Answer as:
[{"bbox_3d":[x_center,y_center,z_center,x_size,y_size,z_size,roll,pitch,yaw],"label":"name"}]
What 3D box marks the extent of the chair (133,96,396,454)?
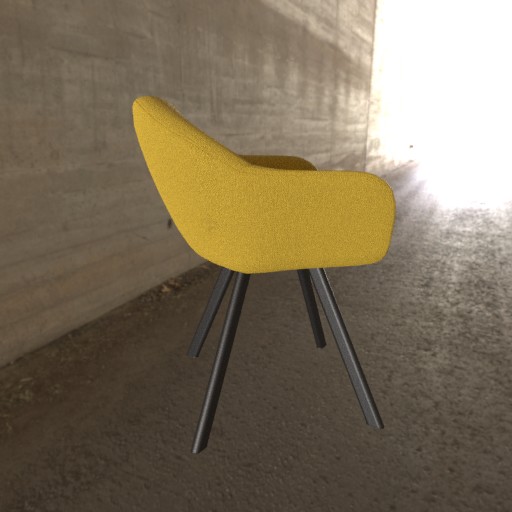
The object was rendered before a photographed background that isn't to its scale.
[{"bbox_3d":[0.000,0.000,1.149,0.565,0.775,0.545,-3,16,-9],"label":"chair"}]
